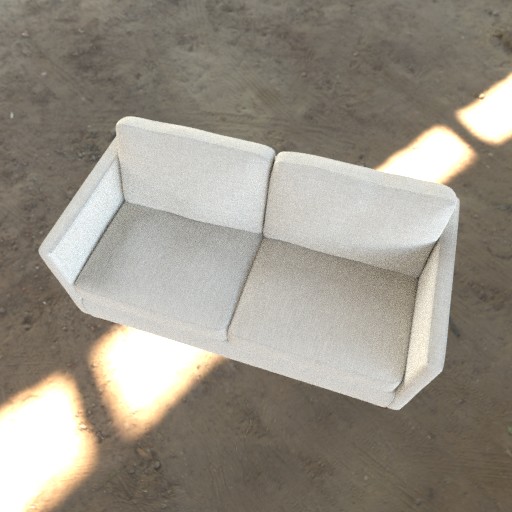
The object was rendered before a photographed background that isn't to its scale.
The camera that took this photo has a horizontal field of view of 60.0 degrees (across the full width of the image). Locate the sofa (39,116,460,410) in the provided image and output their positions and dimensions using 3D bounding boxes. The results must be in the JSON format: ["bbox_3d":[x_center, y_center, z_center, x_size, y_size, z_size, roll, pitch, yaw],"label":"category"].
[{"bbox_3d":[0.000,0.000,2.332,1.838,0.963,0.950,15,59,9],"label":"sofa"}]
